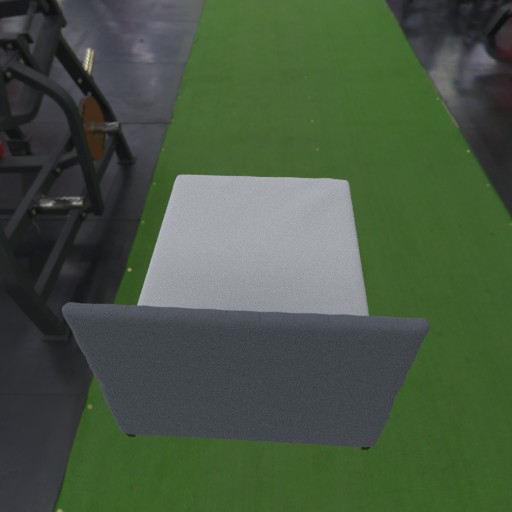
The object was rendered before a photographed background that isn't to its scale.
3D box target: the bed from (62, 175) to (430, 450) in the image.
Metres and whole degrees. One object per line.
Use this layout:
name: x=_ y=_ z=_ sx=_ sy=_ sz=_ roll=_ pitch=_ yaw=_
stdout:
bed: x=0.000 y=0.000 z=3.265 sx=1.698 sy=1.427 sz=2.231 roll=2 pitch=46 yaw=2
